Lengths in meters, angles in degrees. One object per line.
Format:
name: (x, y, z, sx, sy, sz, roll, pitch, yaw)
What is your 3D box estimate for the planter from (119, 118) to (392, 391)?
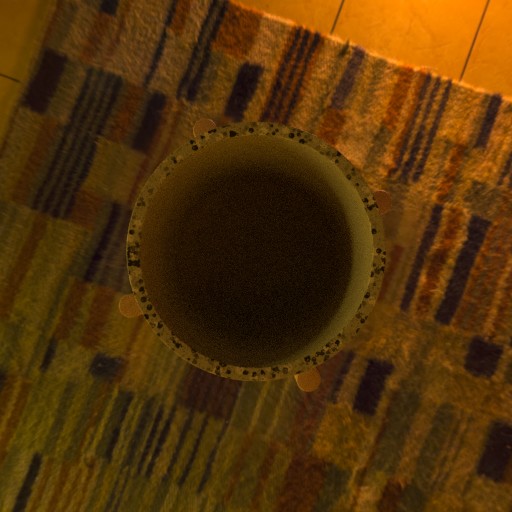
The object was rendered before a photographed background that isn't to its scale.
planter: (0.000, 0.000, 0.538, 0.284, 0.320, 0.284, 0, 88, 0)
